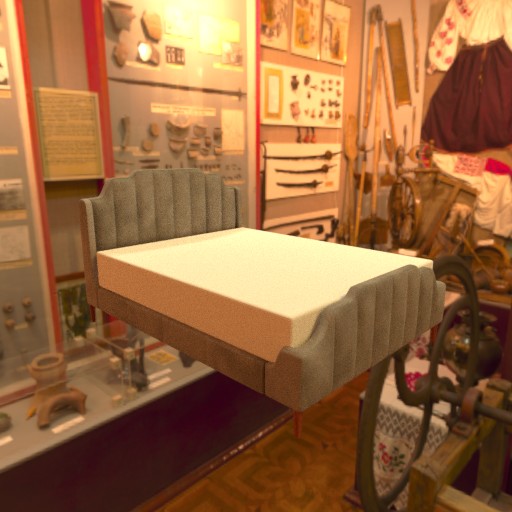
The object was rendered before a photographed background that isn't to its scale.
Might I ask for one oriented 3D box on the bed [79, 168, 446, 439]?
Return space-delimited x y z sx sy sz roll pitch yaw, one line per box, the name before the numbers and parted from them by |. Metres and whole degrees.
bed | 0.000 0.000 3.394 2.340 1.245 1.676 13 19 43
